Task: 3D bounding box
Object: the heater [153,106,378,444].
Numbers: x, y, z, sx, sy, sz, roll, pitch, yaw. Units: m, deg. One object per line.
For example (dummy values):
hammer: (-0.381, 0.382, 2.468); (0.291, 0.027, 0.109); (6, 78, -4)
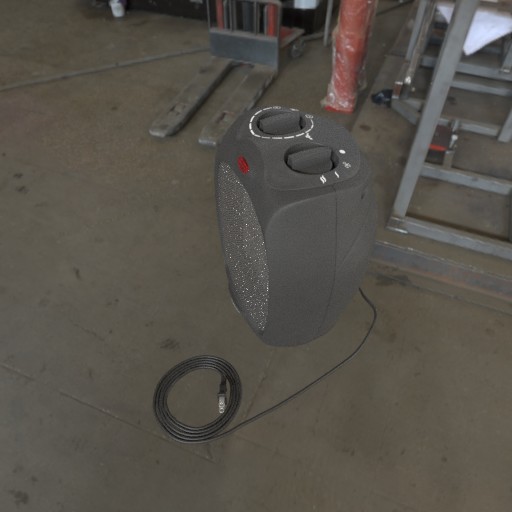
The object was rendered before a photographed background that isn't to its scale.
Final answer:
heater: (0.000, 0.000, 0.461); (0.291, 0.240, 0.239); (-17, 50, -15)
